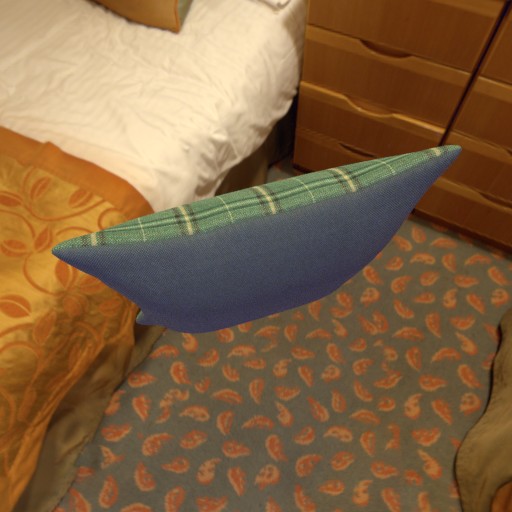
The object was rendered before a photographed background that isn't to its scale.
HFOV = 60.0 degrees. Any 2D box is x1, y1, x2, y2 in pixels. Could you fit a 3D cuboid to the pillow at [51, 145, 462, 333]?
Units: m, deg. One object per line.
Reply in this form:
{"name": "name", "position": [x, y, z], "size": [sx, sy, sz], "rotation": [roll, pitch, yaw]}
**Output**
{"name": "pillow", "position": [0.000, 0.000, 0.674], "size": [0.453, 0.430, 0.200], "rotation": [-15, 60, -9]}
